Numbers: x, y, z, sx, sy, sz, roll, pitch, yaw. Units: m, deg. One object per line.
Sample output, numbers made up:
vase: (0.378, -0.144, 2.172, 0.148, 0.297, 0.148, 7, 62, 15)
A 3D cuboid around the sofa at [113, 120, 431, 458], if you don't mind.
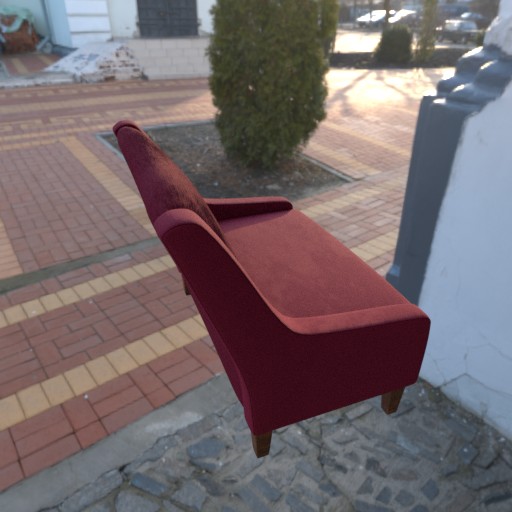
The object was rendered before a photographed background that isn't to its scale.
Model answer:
sofa: (0.000, 0.000, 1.892, 0.946, 0.976, 1.242, -10, 30, -18)
